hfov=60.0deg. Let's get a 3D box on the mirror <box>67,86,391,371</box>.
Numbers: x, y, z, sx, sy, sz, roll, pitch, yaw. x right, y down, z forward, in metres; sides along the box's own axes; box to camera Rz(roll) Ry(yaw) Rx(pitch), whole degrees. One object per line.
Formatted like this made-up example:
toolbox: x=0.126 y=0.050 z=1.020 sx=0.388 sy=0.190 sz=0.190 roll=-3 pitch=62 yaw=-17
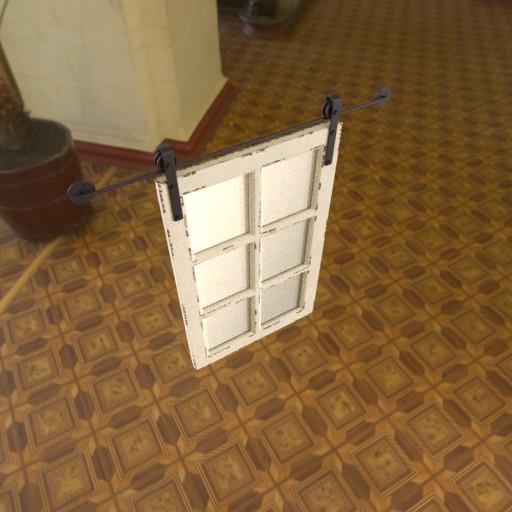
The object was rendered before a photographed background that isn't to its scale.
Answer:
mirror: x=0.000 y=0.000 z=1.241 sx=0.808 sy=0.844 sz=0.037 roll=-23 pitch=51 yaw=-20
